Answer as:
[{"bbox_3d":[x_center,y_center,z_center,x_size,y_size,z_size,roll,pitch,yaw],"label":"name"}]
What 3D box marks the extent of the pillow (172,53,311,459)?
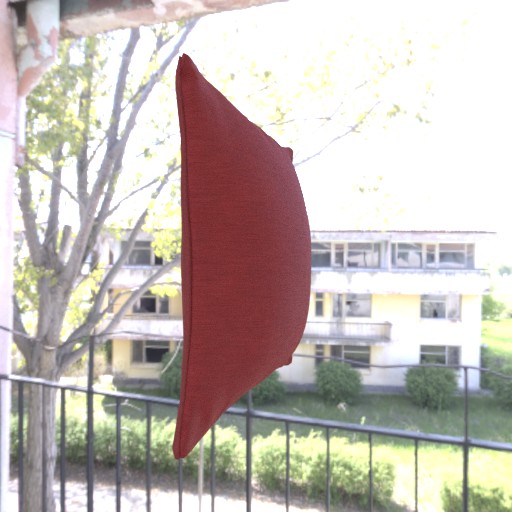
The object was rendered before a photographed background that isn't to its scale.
[{"bbox_3d":[0.000,0.000,0.651,0.151,0.416,0.435,0,0,19],"label":"pillow"}]
